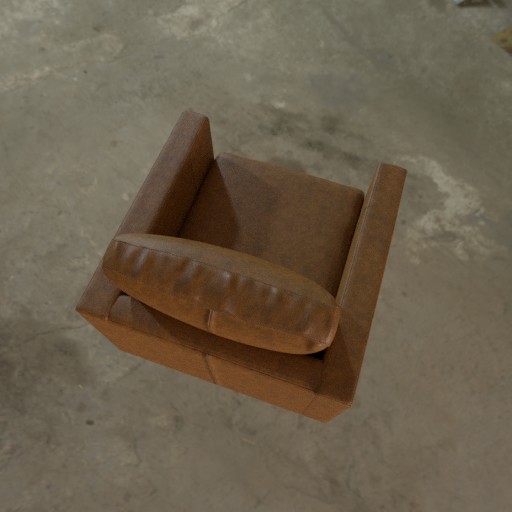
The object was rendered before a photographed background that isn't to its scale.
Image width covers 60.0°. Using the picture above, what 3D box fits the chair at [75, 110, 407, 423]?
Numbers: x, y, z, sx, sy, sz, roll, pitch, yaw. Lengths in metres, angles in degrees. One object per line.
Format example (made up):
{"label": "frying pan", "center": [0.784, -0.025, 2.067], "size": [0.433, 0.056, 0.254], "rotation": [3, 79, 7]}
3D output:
{"label": "chair", "center": [0.000, 0.000, 1.687], "size": [0.890, 0.956, 0.909], "rotation": [17, 65, 8]}
